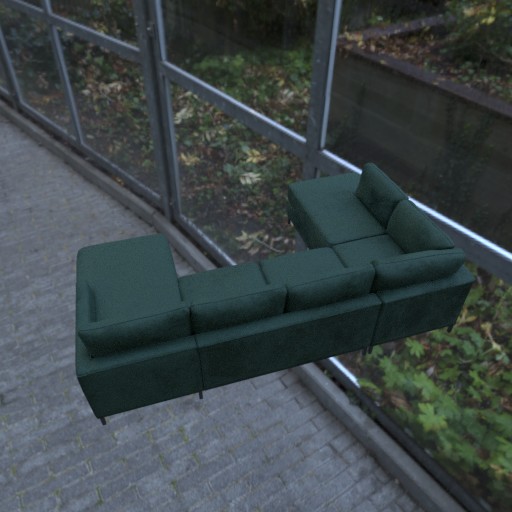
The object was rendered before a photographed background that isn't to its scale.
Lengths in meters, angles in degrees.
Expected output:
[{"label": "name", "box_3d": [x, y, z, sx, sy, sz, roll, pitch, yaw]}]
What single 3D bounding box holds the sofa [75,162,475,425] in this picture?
[{"label": "sofa", "box_3d": [0.000, 0.000, 3.885, 2.994, 0.861, 1.992, -11, 41, -13]}]
